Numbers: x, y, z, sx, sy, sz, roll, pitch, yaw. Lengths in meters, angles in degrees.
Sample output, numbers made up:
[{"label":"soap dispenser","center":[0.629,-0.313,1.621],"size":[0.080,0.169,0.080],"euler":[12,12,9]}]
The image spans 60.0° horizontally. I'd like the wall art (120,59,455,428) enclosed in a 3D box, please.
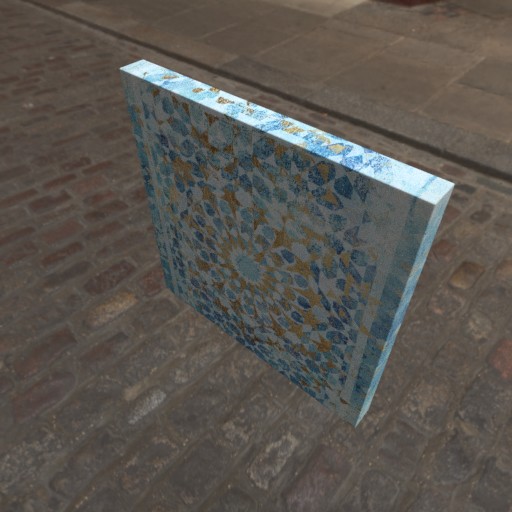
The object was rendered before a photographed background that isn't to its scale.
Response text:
[{"label":"wall art","center":[0.000,0.000,0.595],"size":[0.405,0.405,0.037],"euler":[31,53,28]}]
